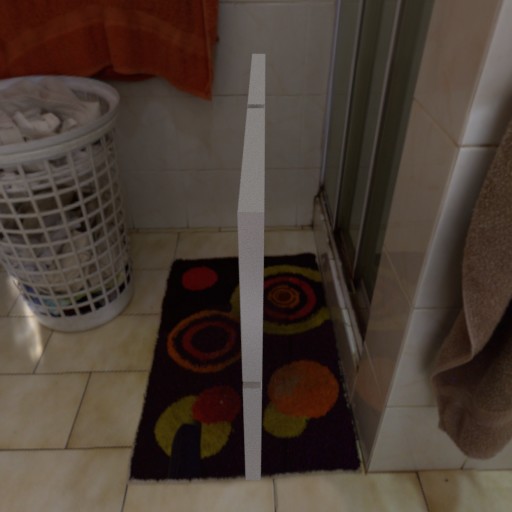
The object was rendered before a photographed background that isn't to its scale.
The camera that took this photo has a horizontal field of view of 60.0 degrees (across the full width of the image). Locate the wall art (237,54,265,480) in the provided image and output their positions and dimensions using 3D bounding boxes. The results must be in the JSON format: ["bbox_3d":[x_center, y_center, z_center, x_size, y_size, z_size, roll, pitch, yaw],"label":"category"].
[{"bbox_3d":[0.000,0.000,0.896,0.029,0.611,0.611,1,39,1],"label":"wall art"}]
